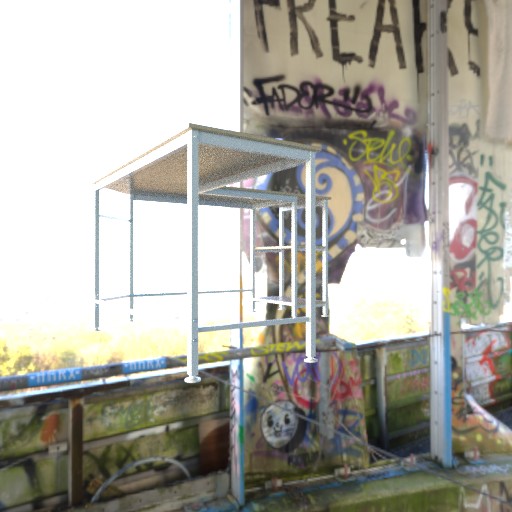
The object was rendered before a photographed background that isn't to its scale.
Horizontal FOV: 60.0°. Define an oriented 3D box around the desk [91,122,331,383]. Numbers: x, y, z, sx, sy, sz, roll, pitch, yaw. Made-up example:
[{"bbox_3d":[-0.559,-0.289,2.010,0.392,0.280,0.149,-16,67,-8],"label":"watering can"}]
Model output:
[{"bbox_3d":[0.000,0.000,2.207,1.379,0.739,1.379,0,-1,-34],"label":"desk"}]
